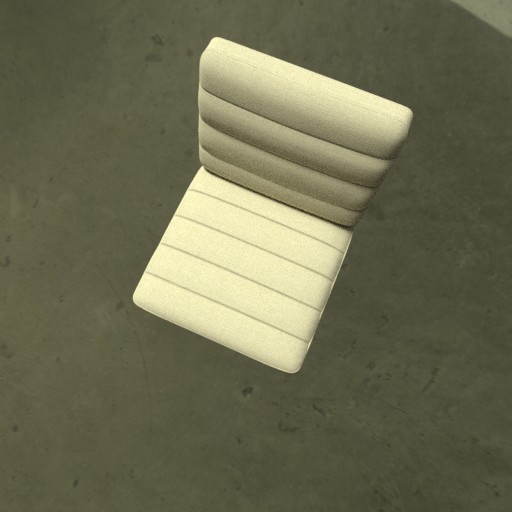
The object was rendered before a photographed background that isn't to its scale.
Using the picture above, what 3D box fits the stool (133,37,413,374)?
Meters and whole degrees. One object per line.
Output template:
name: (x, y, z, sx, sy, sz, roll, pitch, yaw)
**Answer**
stool: (0.000, 0.000, 1.321, 0.460, 1.040, 0.560, 23, 77, 6)
